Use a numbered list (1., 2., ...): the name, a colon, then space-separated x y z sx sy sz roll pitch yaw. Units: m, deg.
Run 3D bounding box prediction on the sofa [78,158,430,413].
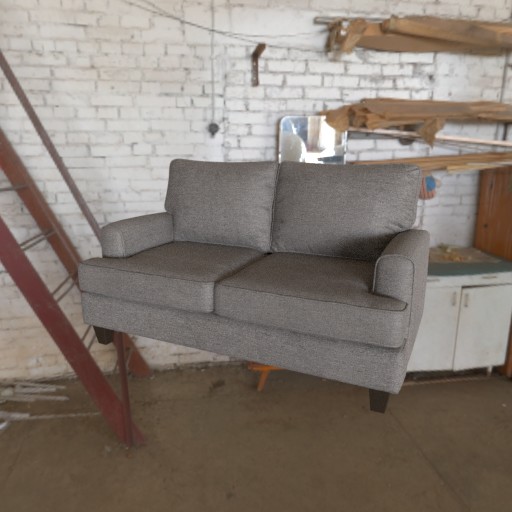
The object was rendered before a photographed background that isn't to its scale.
1. sofa: 0.000 0.000 2.329 1.651 0.965 0.965 7 16 25
